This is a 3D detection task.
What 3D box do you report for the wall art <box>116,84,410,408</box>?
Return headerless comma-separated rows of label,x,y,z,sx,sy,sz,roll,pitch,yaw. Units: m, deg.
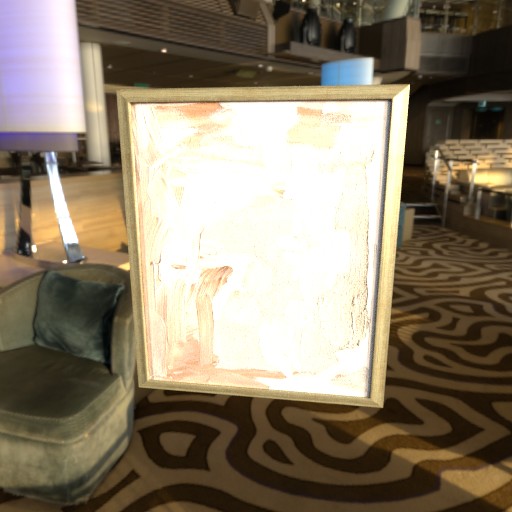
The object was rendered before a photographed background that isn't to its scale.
wall art,0.000,0.000,0.921,0.559,0.660,0.018,2,15,8
